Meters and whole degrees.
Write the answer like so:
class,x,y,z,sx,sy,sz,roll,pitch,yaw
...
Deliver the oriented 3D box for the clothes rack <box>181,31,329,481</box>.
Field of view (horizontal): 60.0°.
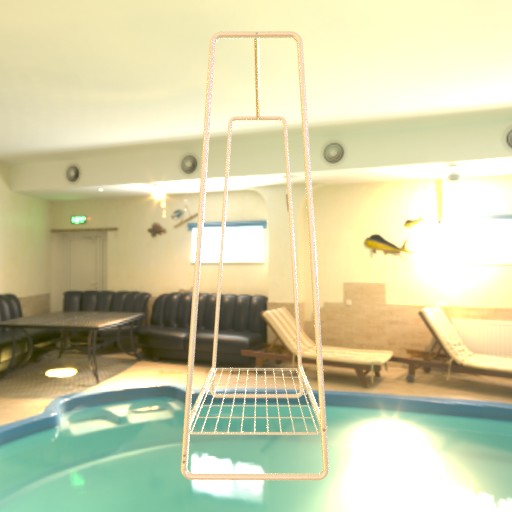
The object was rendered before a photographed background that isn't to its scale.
class,x,y,z,sx,sy,sz,roll,pitch,yaw
clothes rack,0.000,0.000,1.923,0.495,1.500,0.900,0,-1,1
